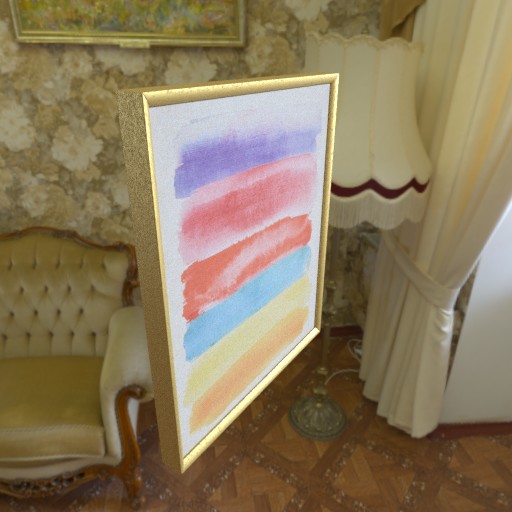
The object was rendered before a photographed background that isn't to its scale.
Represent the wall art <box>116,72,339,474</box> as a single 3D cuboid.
[{"bbox_3d":[0.000,0.000,0.865,0.048,0.642,0.537,16,30,31],"label":"wall art"}]
